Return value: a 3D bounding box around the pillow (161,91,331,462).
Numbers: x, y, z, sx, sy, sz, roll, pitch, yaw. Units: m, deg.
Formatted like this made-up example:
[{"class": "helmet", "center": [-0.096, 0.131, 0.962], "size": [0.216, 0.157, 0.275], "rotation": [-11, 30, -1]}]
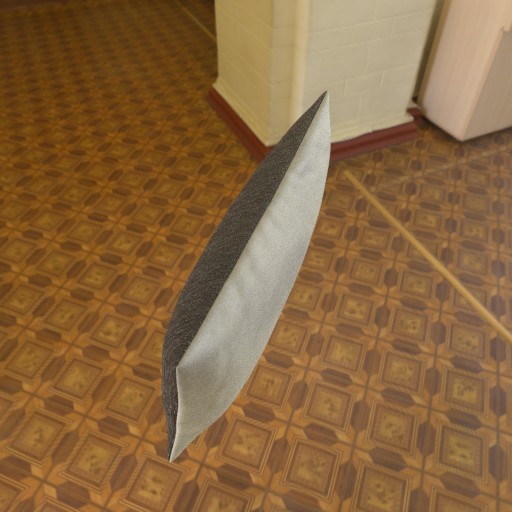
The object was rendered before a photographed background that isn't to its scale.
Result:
[{"class": "pillow", "center": [0.000, 0.000, 0.736], "size": [0.156, 0.305, 0.608], "rotation": [15, 48, 14]}]
